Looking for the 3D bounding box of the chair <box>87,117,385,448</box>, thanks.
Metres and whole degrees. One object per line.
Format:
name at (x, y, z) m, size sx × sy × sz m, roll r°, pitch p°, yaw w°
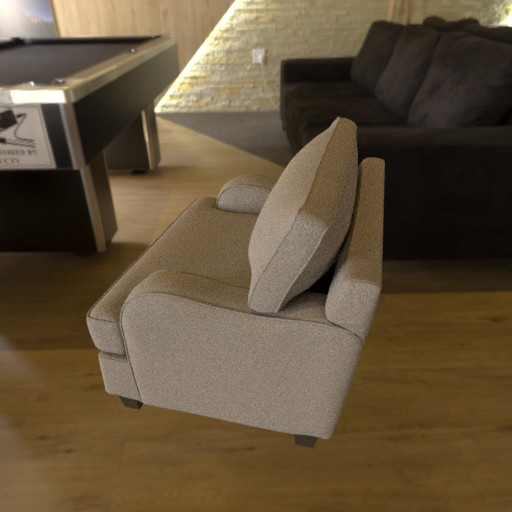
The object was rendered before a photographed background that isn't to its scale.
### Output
chair at (0.000, 0.000, 2.007) m, size 1.040 × 1.016 × 1.220 m, roll 7°, pitch 31°, yaw 13°
